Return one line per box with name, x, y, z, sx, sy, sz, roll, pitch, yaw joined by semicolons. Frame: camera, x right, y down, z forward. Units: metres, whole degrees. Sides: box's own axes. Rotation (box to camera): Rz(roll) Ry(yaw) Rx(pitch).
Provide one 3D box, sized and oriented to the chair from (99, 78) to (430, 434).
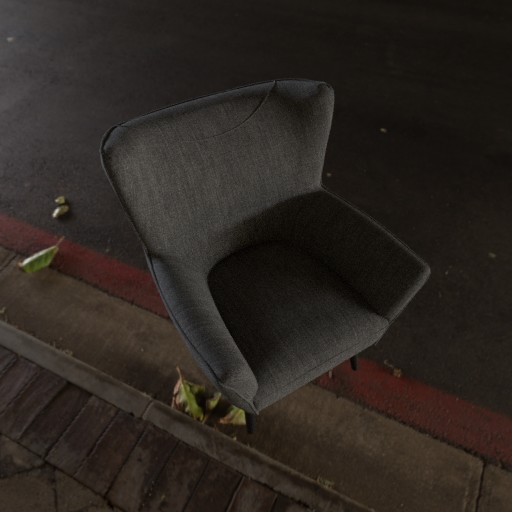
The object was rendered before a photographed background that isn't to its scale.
chair;0.000;0.000;1.570;0.781;0.933;0.888;-24;51;-21
